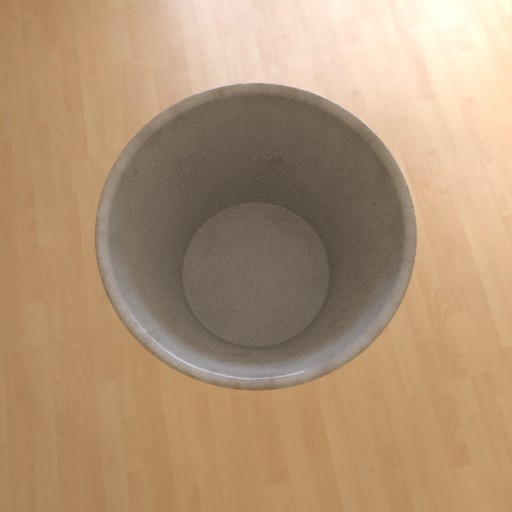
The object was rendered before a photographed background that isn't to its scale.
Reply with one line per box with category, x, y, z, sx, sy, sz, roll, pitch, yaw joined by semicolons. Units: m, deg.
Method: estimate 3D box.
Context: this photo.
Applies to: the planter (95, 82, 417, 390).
planter;0.000;0.000;0.345;0.193;0.165;0.193;0;76;0
